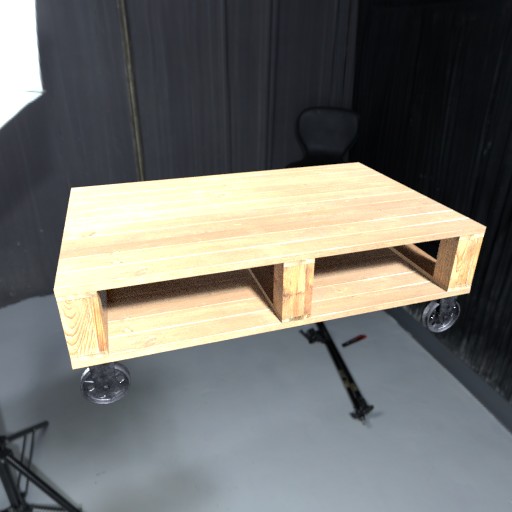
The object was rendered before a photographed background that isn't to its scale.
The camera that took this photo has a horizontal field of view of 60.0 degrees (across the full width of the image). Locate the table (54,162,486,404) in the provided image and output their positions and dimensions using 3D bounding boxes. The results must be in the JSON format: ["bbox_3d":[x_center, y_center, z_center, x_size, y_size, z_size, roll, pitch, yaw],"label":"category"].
[{"bbox_3d":[0.000,0.000,1.703,1.299,0.413,0.827,-8,28,-16],"label":"table"}]
